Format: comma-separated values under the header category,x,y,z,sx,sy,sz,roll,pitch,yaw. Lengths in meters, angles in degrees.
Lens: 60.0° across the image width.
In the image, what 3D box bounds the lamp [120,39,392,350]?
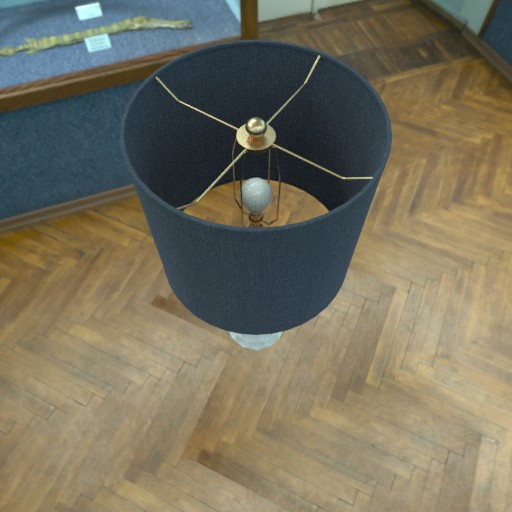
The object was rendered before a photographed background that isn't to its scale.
category,x,y,z,sx,sy,sz,roll,pitch,yaw
lamp,0.000,0.000,0.684,0.277,0.537,0.277,-16,60,-9
